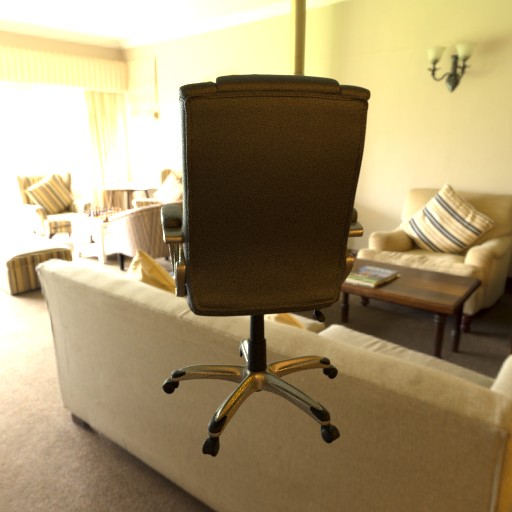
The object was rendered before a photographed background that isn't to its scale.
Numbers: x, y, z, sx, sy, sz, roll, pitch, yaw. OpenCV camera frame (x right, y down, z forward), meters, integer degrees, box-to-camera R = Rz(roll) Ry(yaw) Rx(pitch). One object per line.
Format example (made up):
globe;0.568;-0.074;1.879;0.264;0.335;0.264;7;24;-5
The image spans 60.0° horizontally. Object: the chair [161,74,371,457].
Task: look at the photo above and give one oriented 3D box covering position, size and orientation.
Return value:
chair;0.000;0.000;1.578;0.721;1.130;0.719;-2;15;-8
